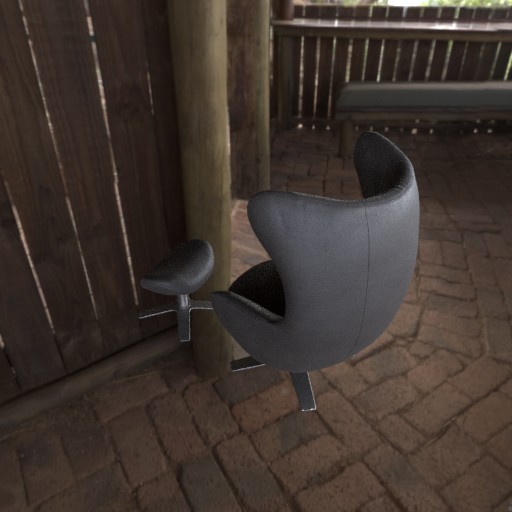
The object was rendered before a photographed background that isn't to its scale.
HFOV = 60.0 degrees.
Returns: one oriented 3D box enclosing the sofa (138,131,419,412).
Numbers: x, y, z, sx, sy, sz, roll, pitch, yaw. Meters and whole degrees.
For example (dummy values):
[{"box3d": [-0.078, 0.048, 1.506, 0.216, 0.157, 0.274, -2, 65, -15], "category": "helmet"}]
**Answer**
[{"box3d": [0.000, 0.000, 2.146, 1.444, 1.135, 0.894, 21, 37, 30], "category": "sofa"}]
